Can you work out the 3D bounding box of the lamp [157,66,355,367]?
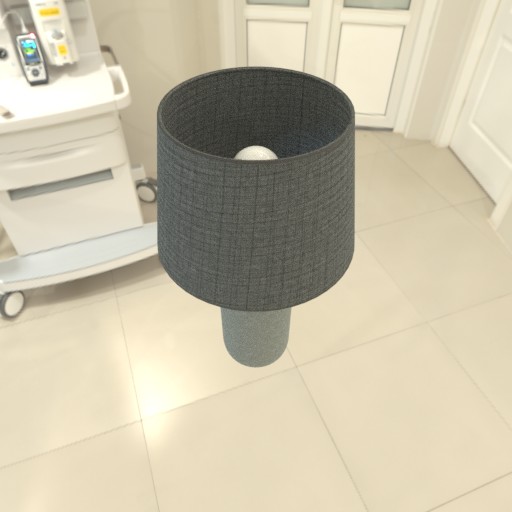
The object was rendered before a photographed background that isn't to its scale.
[{"bbox_3d":[0.000,0.000,0.600,0.251,0.429,0.251,0,45,0],"label":"lamp"}]
